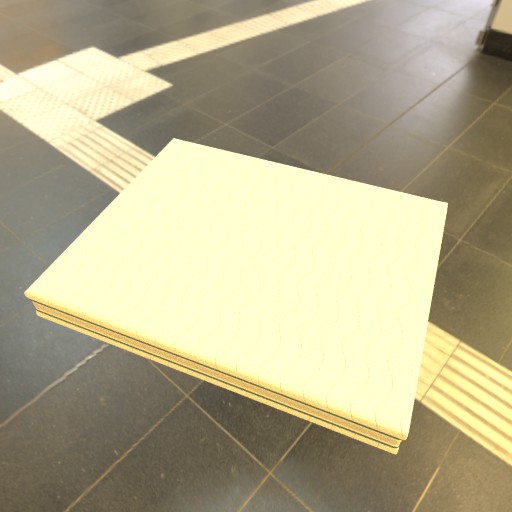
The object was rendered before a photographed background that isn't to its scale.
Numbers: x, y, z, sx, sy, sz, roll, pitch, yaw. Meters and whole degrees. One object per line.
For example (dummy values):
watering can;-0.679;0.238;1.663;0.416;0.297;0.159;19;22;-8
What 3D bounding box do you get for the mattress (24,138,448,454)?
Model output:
mattress;0.000;0.000;2.659;2.000;0.230;1.600;17;49;15
